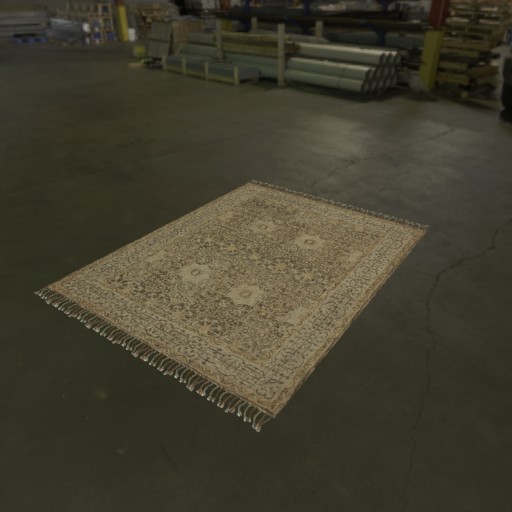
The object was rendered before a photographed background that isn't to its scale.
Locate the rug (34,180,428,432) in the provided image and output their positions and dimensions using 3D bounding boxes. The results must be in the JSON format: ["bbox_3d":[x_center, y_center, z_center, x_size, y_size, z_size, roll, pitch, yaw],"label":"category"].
[{"bbox_3d":[0.000,0.000,4.390,2.431,0.017,3.291,20,37,30],"label":"rug"}]
